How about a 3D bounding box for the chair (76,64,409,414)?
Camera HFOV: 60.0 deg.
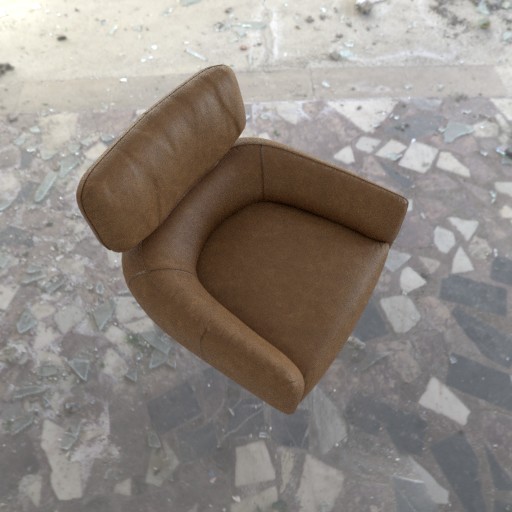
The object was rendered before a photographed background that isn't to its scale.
[{"bbox_3d":[0.000,0.000,1.360,0.715,0.812,0.706,29,63,17],"label":"chair"}]
